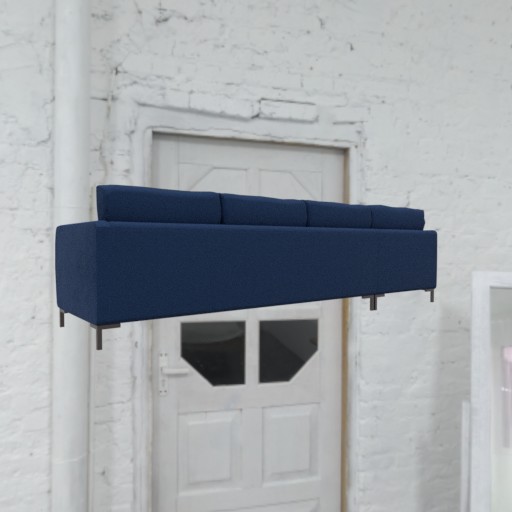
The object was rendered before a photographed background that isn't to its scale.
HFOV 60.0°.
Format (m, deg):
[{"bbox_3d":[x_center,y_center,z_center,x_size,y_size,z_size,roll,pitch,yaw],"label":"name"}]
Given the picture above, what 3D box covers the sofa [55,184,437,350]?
[{"bbox_3d":[0.000,0.000,2.891,2.450,0.679,1.128,-1,2,-37],"label":"sofa"}]
